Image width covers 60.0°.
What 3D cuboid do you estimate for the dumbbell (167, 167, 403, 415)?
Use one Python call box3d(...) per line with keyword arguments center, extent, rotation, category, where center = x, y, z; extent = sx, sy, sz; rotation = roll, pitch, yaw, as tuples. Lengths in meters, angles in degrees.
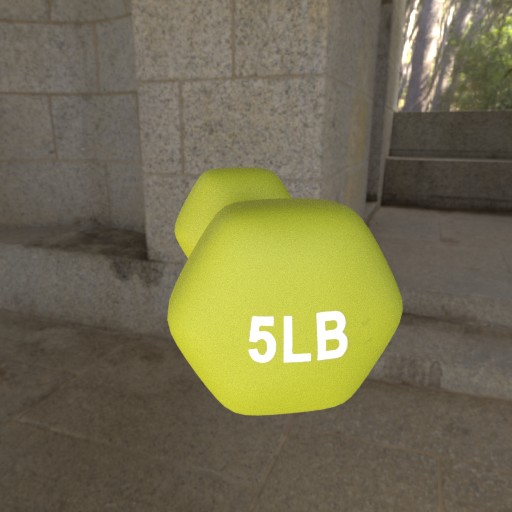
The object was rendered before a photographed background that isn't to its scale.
box3d(center=(0.000, 0.000, 0.210), extent=(0.080, 0.072, 0.164), rotation=(-2, 16, -8), category="dumbbell")
